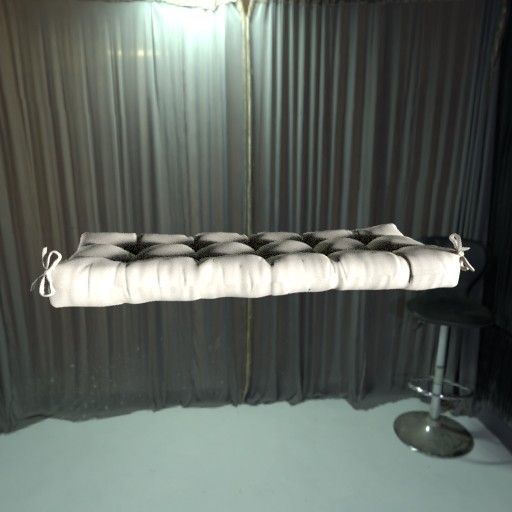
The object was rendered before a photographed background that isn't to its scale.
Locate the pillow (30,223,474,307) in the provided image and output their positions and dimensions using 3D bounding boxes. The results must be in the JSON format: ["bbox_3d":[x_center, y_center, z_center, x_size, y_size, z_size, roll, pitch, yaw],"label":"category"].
[{"bbox_3d":[0.000,0.000,1.347,1.194,0.174,0.511,-2,14,-9],"label":"pillow"}]
